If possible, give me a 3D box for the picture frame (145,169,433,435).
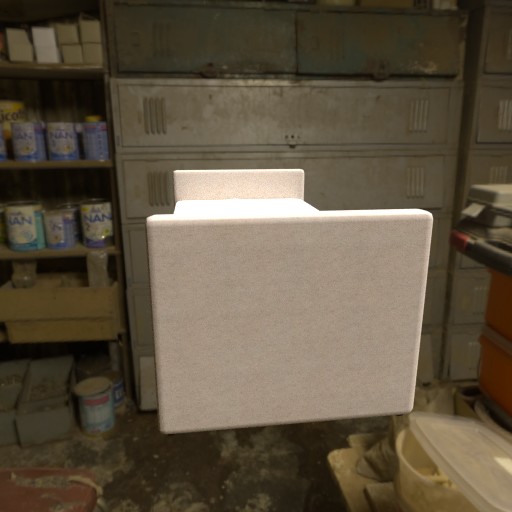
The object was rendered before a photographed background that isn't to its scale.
[{"bbox_3d":[0.000,0.000,2.735,1.069,0.891,2.161,-2,16,-7],"label":"picture frame"}]
